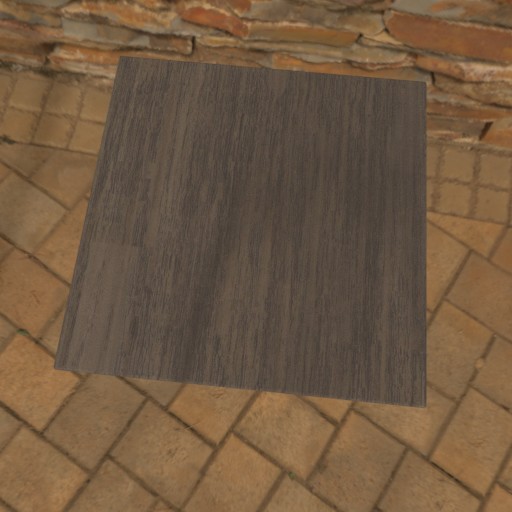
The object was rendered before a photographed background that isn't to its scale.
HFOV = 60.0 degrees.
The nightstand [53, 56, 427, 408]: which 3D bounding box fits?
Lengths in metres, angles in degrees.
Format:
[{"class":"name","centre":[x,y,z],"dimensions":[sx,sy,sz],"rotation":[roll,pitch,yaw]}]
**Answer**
[{"class":"nightstand","centre":[0.000,0.000,0.894],"dimensions":[0.503,0.497,0.502],"rotation":[6,75,1]}]
